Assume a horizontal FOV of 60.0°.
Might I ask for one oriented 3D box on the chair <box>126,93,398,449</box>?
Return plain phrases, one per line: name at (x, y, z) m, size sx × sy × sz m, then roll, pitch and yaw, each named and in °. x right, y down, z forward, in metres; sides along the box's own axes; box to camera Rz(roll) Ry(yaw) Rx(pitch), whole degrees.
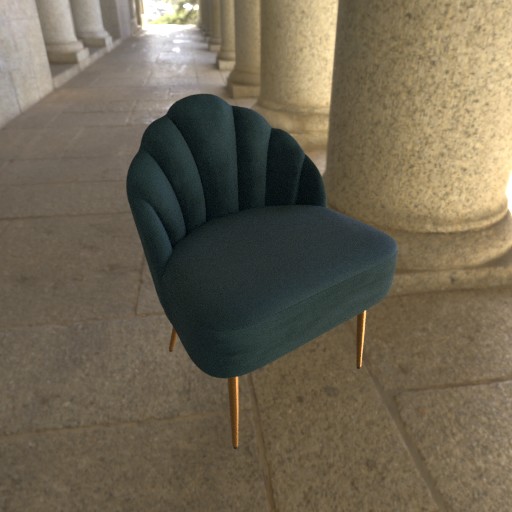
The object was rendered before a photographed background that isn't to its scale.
chair at (0.000, 0.000, 1.296) m, size 0.657 × 0.819 × 0.599 m, roll -21°, pitch 36°, yaw -31°
